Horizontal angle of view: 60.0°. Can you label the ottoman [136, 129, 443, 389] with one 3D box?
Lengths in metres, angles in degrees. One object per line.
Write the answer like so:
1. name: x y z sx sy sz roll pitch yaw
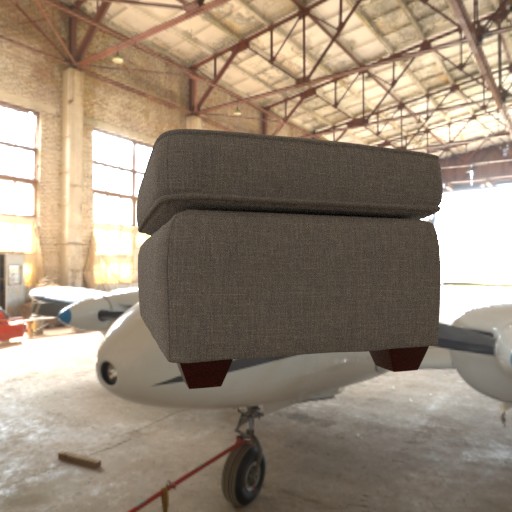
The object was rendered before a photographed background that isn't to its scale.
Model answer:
1. ottoman: 0.000 0.000 1.117 0.559 0.457 0.762 1 -2 -18
